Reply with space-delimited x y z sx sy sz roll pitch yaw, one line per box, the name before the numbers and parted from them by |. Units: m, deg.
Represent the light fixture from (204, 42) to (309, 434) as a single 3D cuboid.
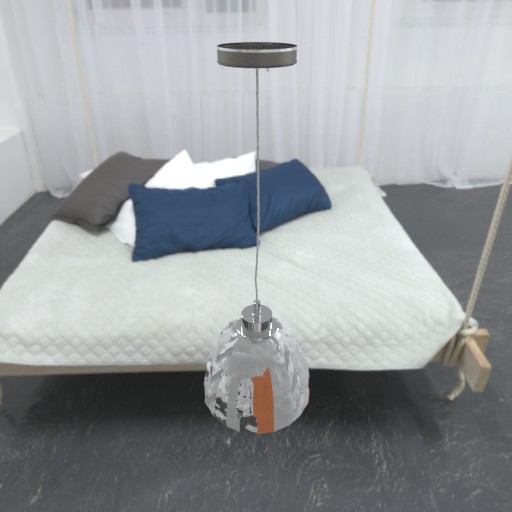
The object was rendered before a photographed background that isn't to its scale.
light fixture | 0.000 0.000 1.755 0.500 1.511 0.496 -11 32 -18
